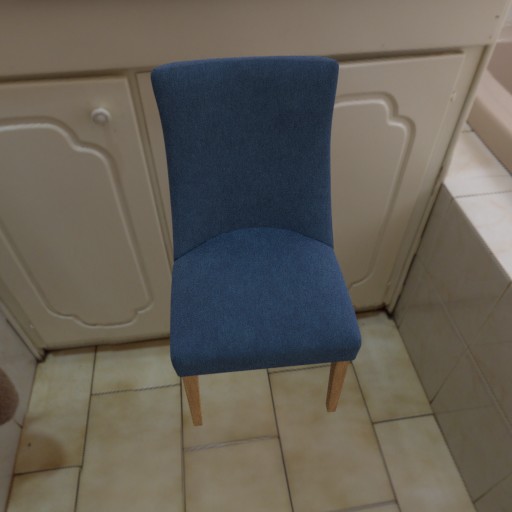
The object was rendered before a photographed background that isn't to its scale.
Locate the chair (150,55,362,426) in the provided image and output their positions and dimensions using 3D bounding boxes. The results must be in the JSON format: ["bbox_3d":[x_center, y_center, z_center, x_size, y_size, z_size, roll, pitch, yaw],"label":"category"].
[{"bbox_3d":[0.000,0.000,1.270,0.495,0.902,0.609,-4,47,-4],"label":"chair"}]
